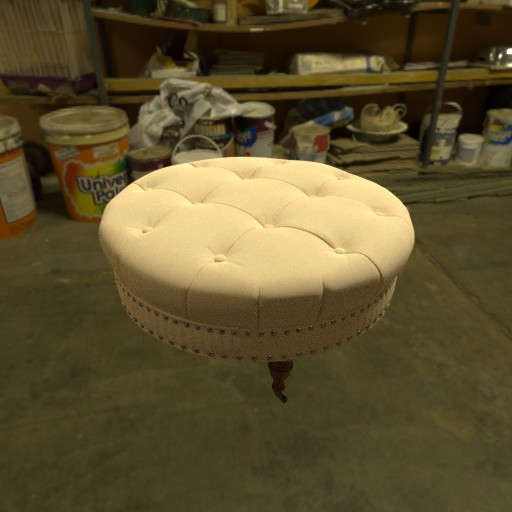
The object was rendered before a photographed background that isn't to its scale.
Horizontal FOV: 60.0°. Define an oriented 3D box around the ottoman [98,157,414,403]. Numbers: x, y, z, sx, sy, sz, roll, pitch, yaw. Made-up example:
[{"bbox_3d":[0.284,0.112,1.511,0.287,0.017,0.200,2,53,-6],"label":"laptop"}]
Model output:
[{"bbox_3d":[0.000,0.000,1.391,0.901,0.439,0.901,0,30,0],"label":"ottoman"}]
